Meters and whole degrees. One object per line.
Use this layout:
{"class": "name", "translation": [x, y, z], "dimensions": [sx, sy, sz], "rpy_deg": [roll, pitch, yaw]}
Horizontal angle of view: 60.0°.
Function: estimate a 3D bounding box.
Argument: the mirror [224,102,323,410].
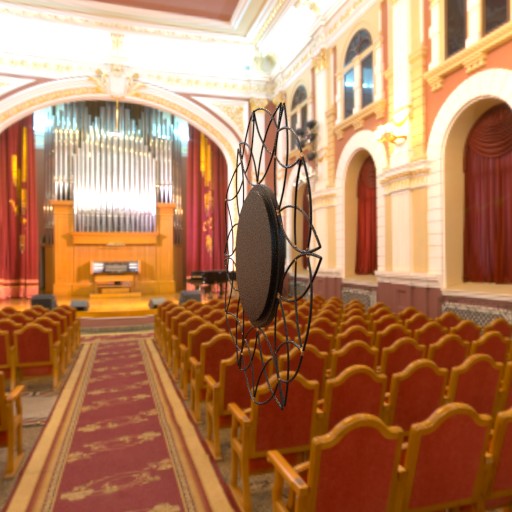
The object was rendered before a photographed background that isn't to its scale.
{"class": "mirror", "translation": [0.000, 0.000, 1.183], "dimensions": [0.028, 0.775, 0.797], "rpy_deg": [0, 0, -17]}
